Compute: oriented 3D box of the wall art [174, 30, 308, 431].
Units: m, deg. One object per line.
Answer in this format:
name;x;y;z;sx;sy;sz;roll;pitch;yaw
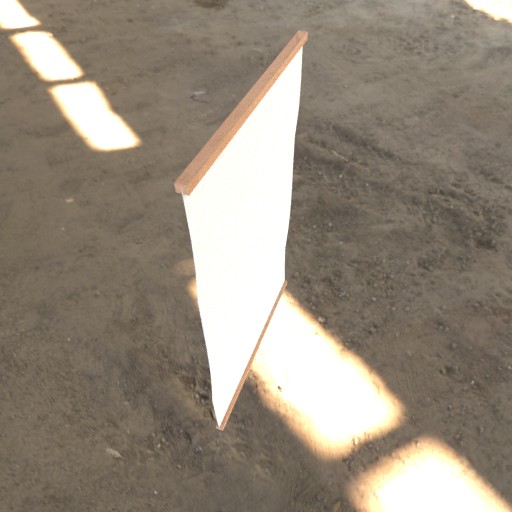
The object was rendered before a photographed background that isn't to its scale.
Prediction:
wall art;0.000;0.000;0.647;0.012;0.508;0.332;16;50;14
